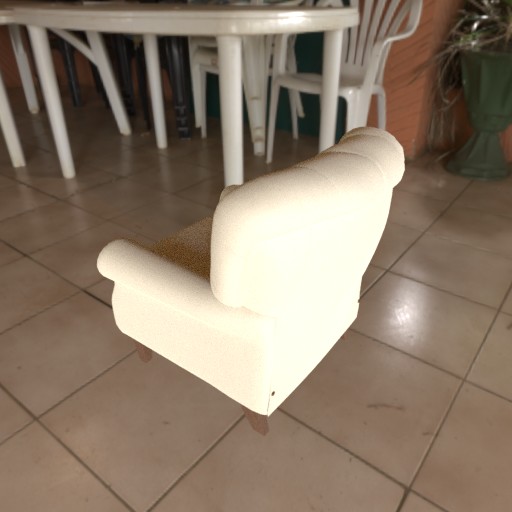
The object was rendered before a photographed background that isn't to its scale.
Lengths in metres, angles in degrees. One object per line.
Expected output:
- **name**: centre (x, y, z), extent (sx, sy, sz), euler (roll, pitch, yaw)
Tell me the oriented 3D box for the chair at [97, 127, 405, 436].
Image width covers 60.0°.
- **chair**: centre (0.000, 0.000, 2.047), extent (1.132, 1.169, 1.035), euler (21, 37, 31)
